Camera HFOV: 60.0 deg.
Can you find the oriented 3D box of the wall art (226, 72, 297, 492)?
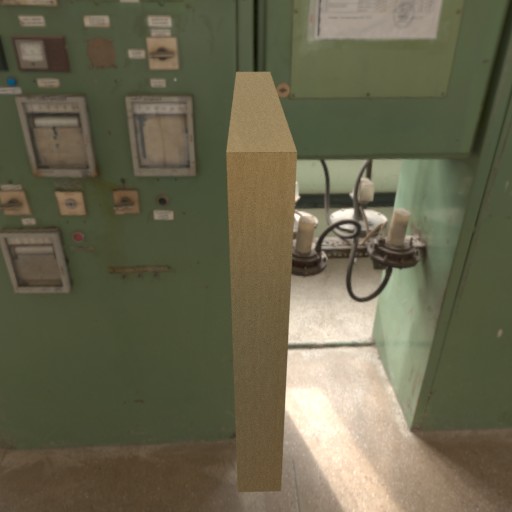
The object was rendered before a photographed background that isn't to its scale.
[{"bbox_3d":[0.000,0.000,0.446,0.038,0.305,0.304,-1,30,-1],"label":"wall art"}]
